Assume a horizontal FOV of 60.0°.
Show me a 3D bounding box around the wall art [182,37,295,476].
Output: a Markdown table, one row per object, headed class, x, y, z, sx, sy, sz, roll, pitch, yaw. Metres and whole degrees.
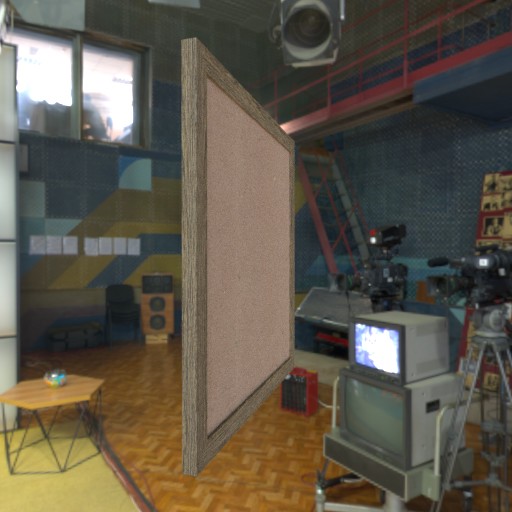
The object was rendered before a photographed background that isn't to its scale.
| class | x | y | z | sx | sy | sz | roll | pitch | yaw |
| --- | --- | --- | --- | --- | --- | --- | --- | --- | --- |
| wall art | 0.000 | 0.000 | 0.757 | 0.019 | 0.508 | 0.508 | 0 | 1 | 18 |
